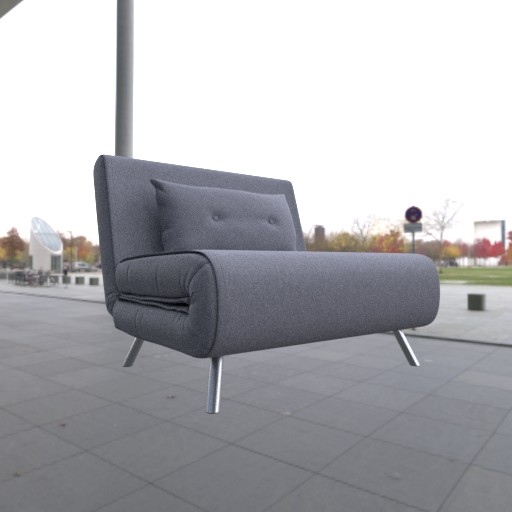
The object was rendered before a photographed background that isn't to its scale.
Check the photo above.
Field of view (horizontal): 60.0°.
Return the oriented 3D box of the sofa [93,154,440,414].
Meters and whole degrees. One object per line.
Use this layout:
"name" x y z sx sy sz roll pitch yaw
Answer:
"sofa" 0.000 0.000 1.751 1.020 0.825 1.000 1 -1 -36
